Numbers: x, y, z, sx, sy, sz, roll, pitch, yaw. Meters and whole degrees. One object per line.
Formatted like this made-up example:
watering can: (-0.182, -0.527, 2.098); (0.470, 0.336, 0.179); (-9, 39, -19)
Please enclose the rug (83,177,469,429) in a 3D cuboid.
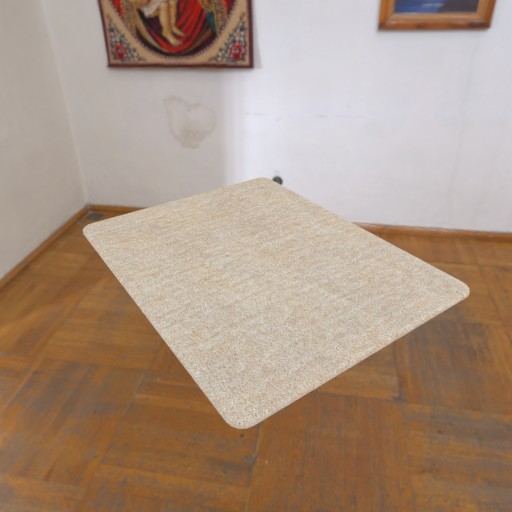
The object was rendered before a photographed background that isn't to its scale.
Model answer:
rug: (0.000, 0.000, 3.511); (2.009, 0.048, 2.528); (-21, 38, -29)
